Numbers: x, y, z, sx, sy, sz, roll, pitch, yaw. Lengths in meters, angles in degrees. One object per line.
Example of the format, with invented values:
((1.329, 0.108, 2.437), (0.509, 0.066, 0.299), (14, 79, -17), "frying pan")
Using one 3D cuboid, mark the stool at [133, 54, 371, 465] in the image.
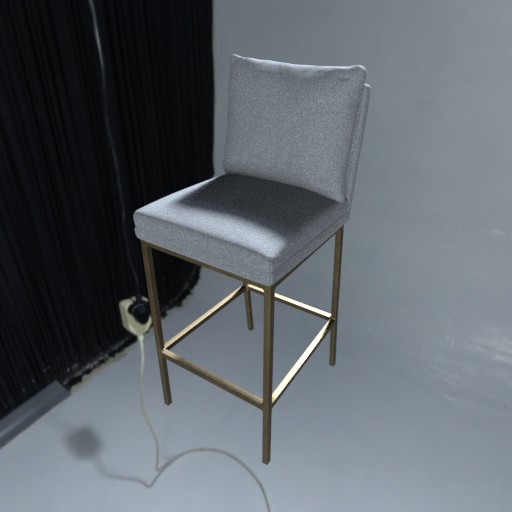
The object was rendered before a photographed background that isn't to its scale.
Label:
((0.000, 0.000, 1.419), (0.463, 1.130, 0.569), (19, 35, 29), "stool")
